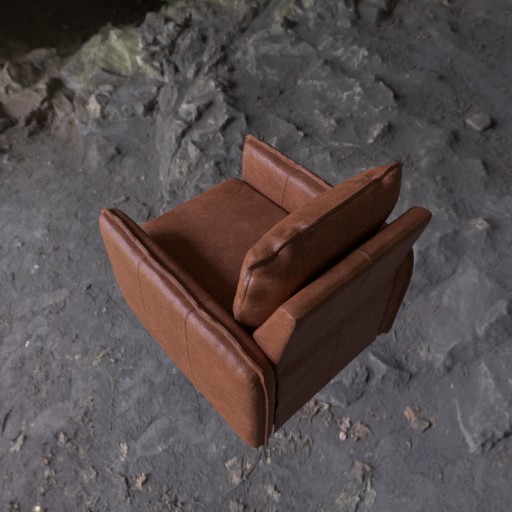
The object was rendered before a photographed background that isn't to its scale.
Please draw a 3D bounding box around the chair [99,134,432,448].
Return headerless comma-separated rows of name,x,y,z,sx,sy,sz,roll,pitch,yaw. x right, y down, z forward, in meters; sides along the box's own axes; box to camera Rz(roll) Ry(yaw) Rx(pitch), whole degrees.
chair,0.000,0.000,1.646,0.830,0.922,0.922,-34,56,-27
